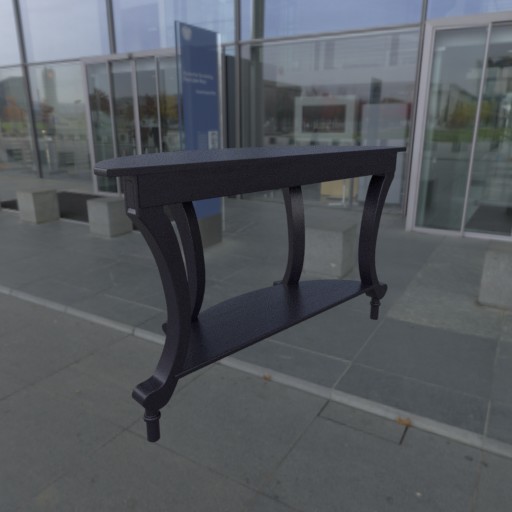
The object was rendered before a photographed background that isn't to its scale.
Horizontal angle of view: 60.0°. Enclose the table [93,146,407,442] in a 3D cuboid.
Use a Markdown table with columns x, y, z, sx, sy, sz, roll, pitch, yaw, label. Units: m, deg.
| x | y | z | sx | sy | sz | roll | pitch | yaw | label |
| --- | --- | --- | --- | --- | --- | --- | --- | --- | --- |
| 0.000 | 0.000 | 1.505 | 1.198 | 0.692 | 0.394 | -16 | 23 | -42 | table |
